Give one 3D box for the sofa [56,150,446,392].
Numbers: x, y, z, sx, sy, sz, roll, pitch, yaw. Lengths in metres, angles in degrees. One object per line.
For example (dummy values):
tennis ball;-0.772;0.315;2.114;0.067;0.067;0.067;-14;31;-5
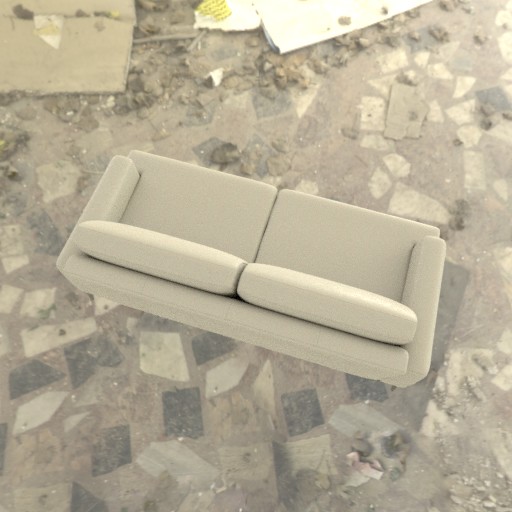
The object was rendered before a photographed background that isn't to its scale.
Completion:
sofa;0.000;0.000;2.449;1.940;0.765;0.974;16;66;7
